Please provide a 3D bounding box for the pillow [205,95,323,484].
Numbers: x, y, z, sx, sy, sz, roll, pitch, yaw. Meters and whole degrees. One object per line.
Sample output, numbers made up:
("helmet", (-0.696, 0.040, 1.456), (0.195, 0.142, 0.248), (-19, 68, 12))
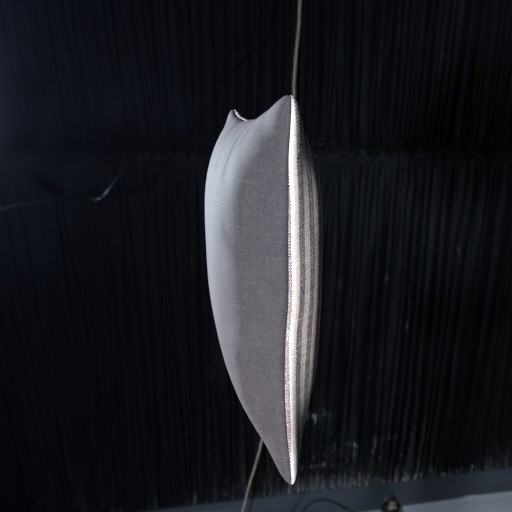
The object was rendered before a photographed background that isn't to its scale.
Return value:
("pillow", (0.000, 0.000, 0.780), (0.166, 0.506, 0.523), (-3, 17, -9))
